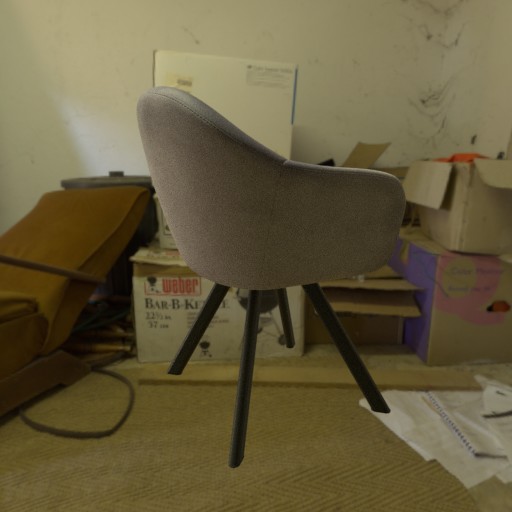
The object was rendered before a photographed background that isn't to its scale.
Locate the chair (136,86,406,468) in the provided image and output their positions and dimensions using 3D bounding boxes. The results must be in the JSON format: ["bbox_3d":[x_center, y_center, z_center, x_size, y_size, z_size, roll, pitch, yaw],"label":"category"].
[{"bbox_3d":[0.000,0.000,1.127,0.540,0.780,0.570,-7,15,-27],"label":"chair"}]
